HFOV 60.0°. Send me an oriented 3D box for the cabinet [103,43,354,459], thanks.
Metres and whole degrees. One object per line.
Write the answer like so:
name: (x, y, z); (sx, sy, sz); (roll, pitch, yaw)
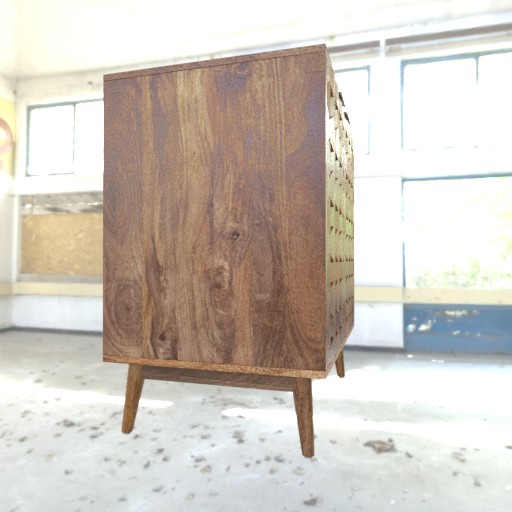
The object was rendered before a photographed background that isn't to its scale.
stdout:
cabinet: (0.000, 0.000, 1.167); (0.473, 0.758, 0.647); (0, 0, 17)
